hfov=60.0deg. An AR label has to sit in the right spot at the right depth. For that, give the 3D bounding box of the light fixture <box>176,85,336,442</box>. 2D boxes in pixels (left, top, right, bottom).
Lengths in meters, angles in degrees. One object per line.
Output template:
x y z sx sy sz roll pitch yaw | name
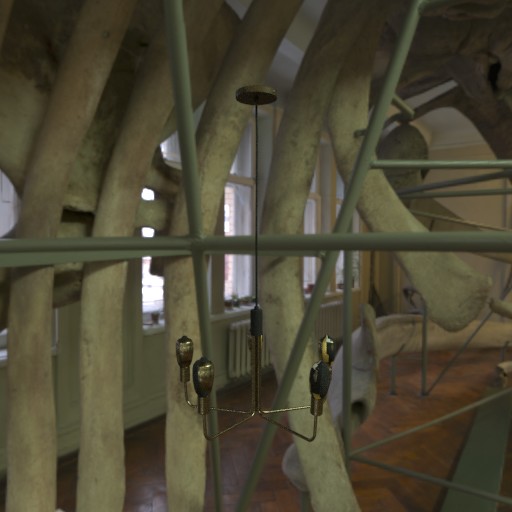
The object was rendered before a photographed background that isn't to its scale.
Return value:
0.000 0.000 1.422 0.588 1.059 0.532 1 2 35 | light fixture
